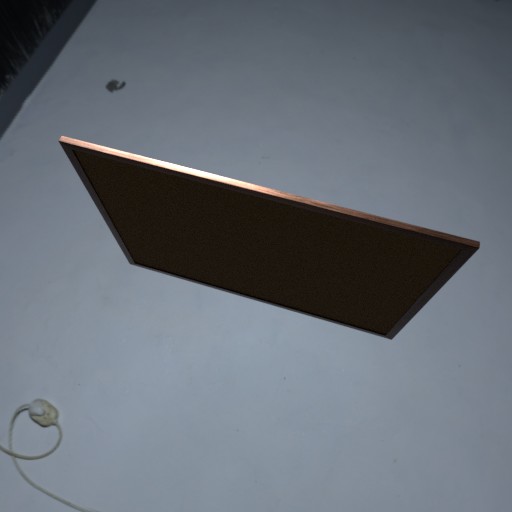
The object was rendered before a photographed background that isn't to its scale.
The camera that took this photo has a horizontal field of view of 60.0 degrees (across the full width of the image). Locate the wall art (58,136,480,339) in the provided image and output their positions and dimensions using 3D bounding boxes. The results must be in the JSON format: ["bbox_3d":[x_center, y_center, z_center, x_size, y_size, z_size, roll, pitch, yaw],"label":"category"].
[{"bbox_3d":[0.000,0.000,1.075,0.816,0.559,0.014,15,64,8],"label":"wall art"}]
